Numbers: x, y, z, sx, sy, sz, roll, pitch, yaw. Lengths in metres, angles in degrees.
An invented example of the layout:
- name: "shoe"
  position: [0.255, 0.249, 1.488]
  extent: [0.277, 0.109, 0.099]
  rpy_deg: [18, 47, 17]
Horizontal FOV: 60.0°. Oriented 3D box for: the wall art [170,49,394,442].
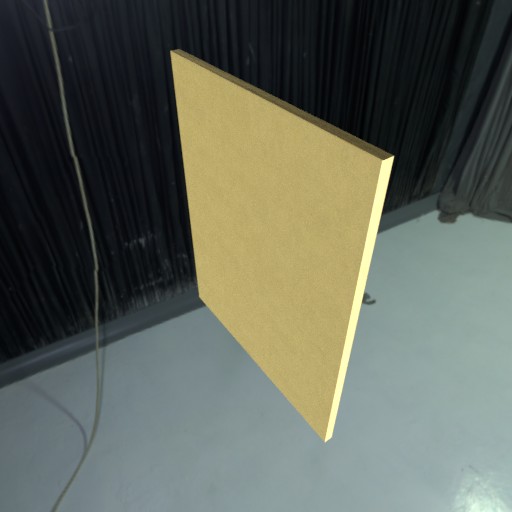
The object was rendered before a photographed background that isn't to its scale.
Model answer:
- name: "wall art"
  position: [0.000, 0.000, 1.350]
  extent: [0.030, 1.002, 0.798]
  rpy_deg: [-25, 46, -26]
